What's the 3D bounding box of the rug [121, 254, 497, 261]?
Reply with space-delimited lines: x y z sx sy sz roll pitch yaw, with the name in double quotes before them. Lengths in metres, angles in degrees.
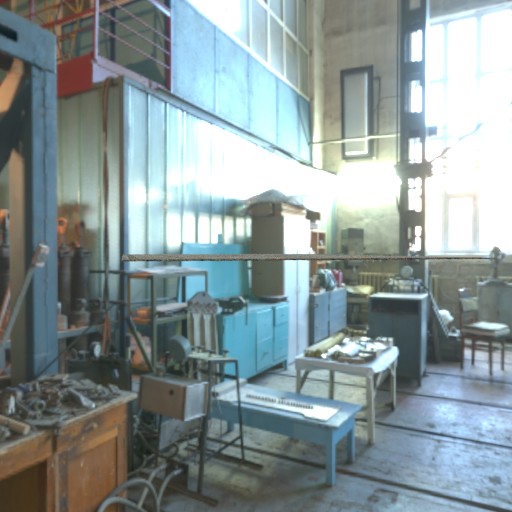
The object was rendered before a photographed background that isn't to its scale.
"rug" 0.000 0.000 4.118 2.379 0.011 3.221 0 1 -17
